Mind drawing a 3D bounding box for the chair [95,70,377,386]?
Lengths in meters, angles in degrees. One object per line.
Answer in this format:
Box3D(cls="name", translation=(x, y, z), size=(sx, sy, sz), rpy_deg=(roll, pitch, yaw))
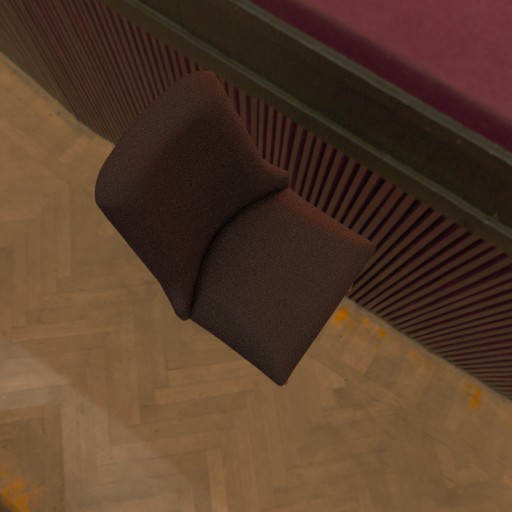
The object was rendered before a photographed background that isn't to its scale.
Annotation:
Box3D(cls="chair", translation=(0.000, 0.000, 1.195), size=(0.567, 0.820, 0.504), rpy_deg=(35, 78, 9))
